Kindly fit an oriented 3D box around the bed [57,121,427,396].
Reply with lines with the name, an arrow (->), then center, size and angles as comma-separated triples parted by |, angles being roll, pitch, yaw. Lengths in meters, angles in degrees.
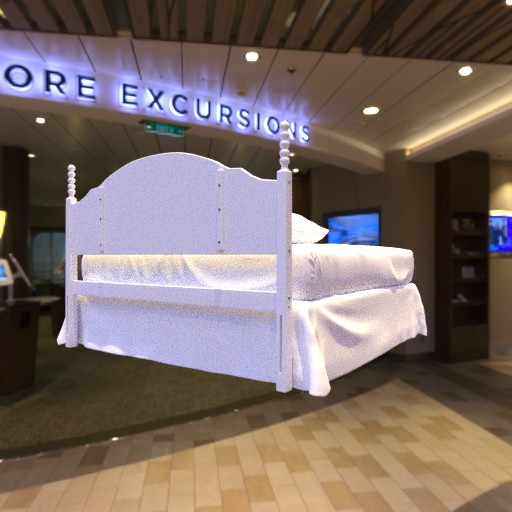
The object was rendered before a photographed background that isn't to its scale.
bed -> 0.000, 0.000, 3.639 | 2.322, 1.355, 2.219 | 0, 0, 35
